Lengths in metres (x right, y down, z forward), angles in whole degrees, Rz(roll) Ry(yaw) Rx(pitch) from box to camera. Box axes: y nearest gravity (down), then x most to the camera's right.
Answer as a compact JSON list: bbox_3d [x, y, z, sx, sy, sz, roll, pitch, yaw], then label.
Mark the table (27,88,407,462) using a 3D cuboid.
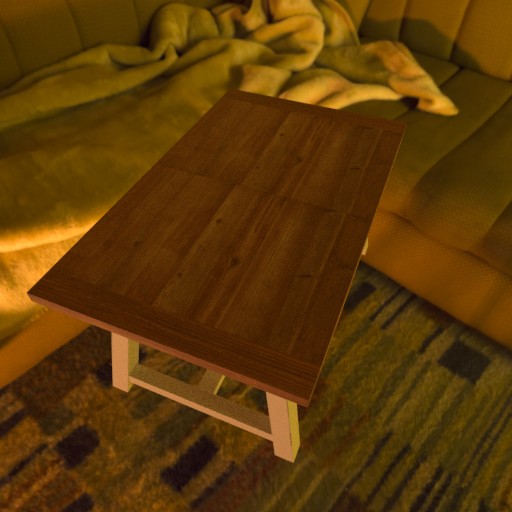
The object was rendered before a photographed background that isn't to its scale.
[{"bbox_3d":[0.000,0.000,2.005,0.922,0.743,1.503,17,48,15],"label":"table"}]
